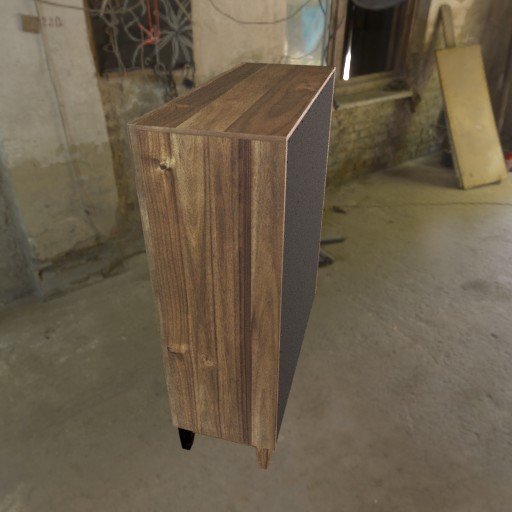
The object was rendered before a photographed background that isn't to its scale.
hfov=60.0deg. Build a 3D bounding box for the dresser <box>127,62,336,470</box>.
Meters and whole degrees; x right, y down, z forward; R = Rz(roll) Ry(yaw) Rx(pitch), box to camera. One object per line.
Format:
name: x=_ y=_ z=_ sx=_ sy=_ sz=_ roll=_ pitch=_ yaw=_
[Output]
dresser: x=0.000 y=0.000 z=1.925 sx=0.442 sy=1.393 sz=1.062 roll=8 pitch=33 yaw=13
